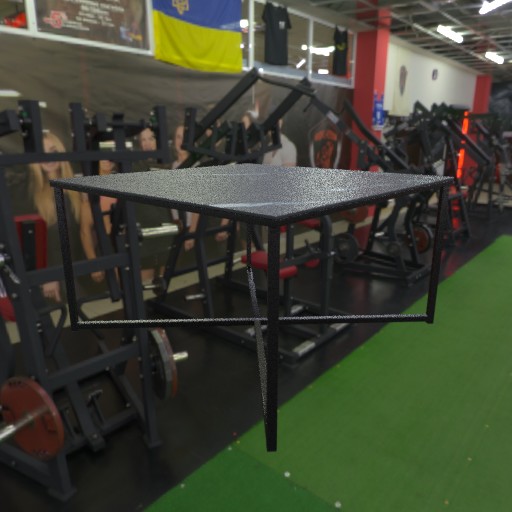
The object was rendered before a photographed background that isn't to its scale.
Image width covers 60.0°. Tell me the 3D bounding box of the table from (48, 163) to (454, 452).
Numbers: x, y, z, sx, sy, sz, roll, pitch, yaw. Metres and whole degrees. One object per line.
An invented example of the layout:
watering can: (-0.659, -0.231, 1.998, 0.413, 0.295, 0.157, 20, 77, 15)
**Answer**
table: (0.000, 0.000, 1.295, 0.800, 0.450, 0.800, 14, 21, 40)
